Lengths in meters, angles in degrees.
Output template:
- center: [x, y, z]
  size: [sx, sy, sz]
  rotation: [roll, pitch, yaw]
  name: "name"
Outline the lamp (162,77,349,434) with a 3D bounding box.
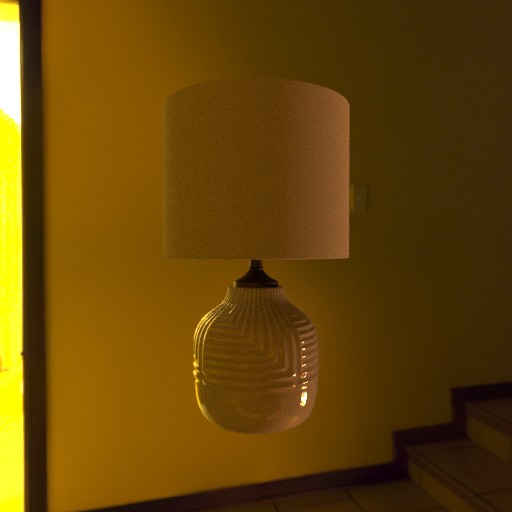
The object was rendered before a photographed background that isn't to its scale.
- center: [0.000, 0.000, 0.773]
  size: [0.318, 0.567, 0.318]
  rotation: [0, 1, 0]
  name: "lamp"
